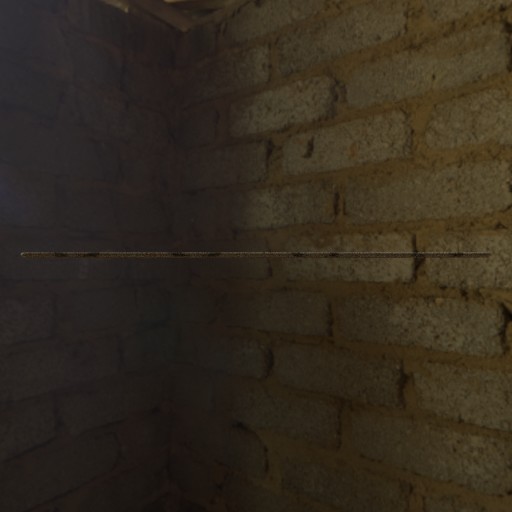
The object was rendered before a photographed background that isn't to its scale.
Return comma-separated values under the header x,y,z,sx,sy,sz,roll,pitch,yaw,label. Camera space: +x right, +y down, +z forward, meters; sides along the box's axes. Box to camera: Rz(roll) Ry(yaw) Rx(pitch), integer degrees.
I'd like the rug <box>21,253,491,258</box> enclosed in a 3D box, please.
x,y,z,sx,sy,sz,roll,pitch,yaw,label
0.000,0.000,2.943,2.348,0.024,1.501,0,0,0,rug
